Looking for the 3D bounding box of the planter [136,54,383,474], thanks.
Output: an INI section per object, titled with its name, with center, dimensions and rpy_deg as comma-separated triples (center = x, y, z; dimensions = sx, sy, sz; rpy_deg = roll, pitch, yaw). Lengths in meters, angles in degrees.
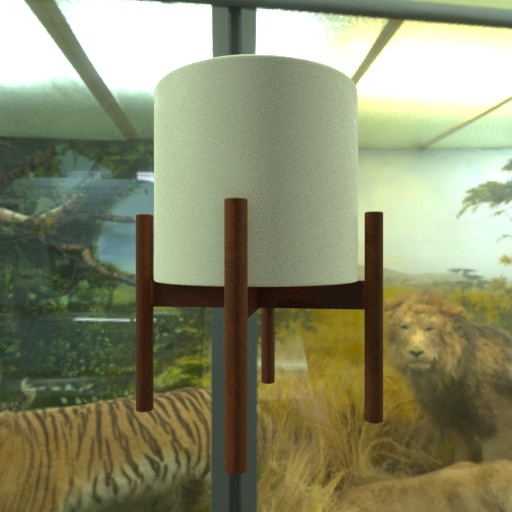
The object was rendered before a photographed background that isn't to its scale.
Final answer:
[planter]
center = 0.000, 0.000, 0.500
dimensions = 0.224, 0.358, 0.224
rpy_deg = 0, 0, -37
